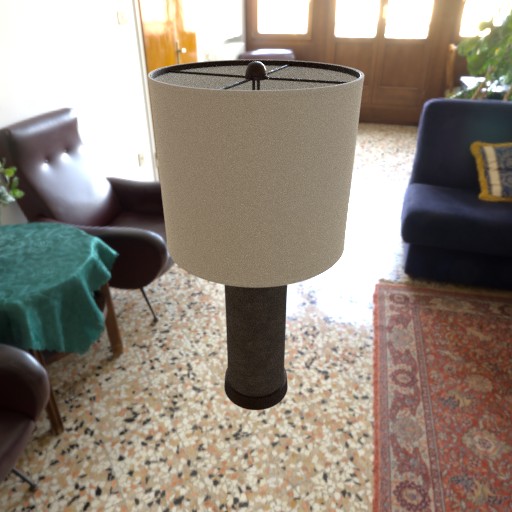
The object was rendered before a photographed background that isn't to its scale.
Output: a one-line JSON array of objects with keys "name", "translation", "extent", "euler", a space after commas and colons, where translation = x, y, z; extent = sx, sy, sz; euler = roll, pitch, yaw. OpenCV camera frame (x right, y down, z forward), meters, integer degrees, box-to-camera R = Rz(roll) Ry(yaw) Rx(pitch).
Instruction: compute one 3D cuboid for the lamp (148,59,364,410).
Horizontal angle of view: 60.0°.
[{"name": "lamp", "translation": [0.000, 0.000, 0.779], "extent": [0.301, 0.630, 0.301], "euler": [-11, 32, -19]}]
